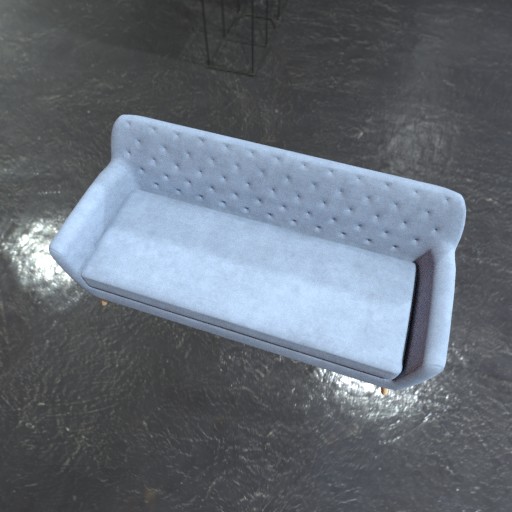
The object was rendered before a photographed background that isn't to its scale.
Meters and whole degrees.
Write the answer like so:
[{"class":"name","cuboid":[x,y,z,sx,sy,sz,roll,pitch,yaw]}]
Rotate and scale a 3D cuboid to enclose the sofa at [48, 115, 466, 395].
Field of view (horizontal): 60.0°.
[{"class":"sofa","cuboid":[0.000,0.000,2.384,1.970,0.830,0.830,16,59,10]}]
